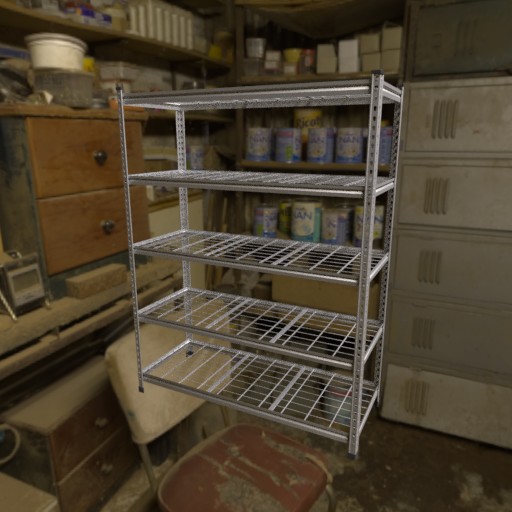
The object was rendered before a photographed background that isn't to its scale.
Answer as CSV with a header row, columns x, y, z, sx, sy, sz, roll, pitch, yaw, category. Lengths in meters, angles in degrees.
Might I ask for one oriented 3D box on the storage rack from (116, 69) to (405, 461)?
x,y,z,sx,sy,sz,roll,pitch,yaw,category
0.000,0.000,2.749,1.524,1.981,0.610,7,17,26,storage rack
